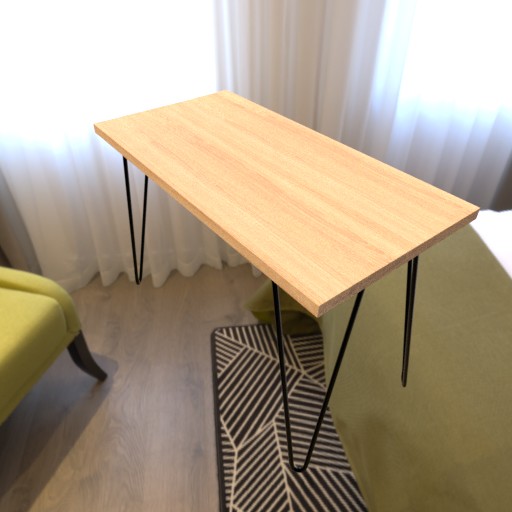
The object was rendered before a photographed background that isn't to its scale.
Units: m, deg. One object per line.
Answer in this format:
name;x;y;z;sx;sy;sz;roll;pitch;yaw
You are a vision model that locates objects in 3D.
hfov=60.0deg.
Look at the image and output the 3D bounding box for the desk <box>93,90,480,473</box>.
desk;0.000;0.000;1.381;0.499;0.660;0.991;-26;46;-28
